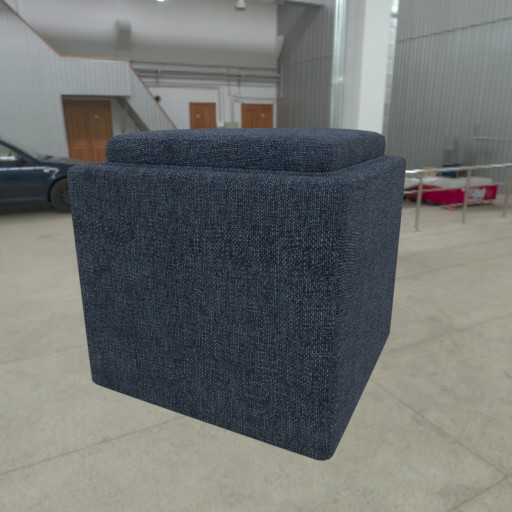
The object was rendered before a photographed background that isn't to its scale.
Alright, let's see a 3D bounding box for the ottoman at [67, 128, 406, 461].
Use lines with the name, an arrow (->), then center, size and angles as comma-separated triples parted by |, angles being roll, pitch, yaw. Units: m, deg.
ottoman -> 0.000, 0.000, 0.830 | 0.450, 0.460, 0.450 | 8, 19, 25
